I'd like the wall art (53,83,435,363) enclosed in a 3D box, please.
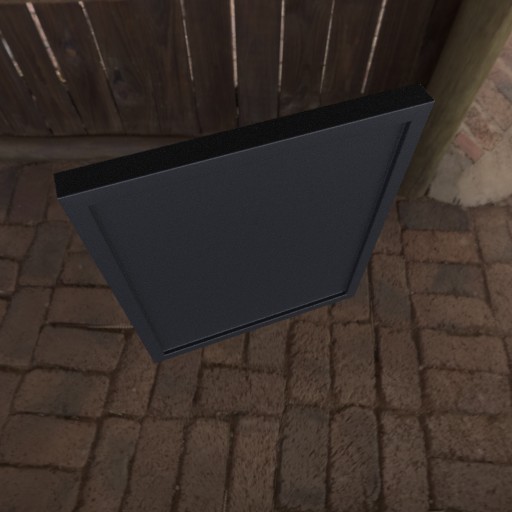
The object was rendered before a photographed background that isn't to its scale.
[{"bbox_3d":[0.000,0.000,0.531,0.328,0.381,0.028,-17,59,-10],"label":"wall art"}]
